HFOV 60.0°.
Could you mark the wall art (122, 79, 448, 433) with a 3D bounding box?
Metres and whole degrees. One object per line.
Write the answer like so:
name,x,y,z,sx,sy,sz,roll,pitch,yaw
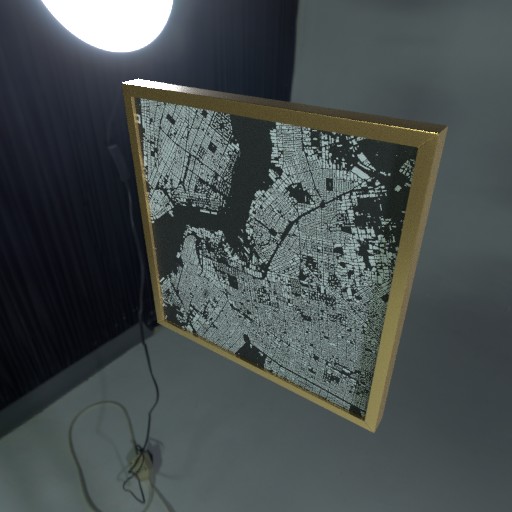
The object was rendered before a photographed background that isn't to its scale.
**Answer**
wall art,0.000,0.000,0.451,0.305,0.305,0.023,20,37,29
